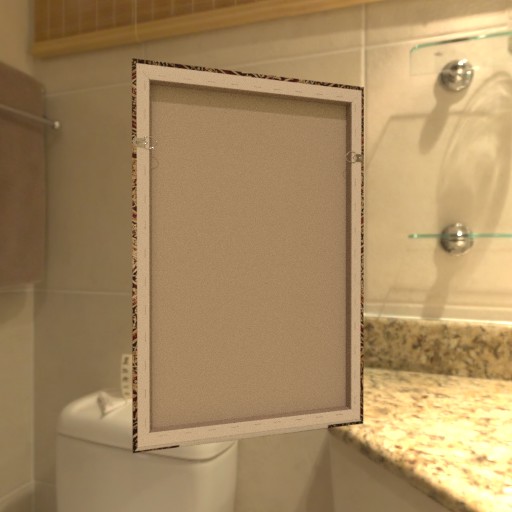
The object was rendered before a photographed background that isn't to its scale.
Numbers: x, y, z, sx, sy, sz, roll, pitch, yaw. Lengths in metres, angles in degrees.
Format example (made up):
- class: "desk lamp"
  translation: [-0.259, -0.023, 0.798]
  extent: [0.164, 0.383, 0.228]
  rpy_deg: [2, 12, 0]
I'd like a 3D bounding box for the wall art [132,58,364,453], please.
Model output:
- class: "wall art"
  translation: [0.000, 0.000, 0.738]
  extent: [0.397, 0.599, 0.020]
  rpy_deg: [0, 0, -17]
